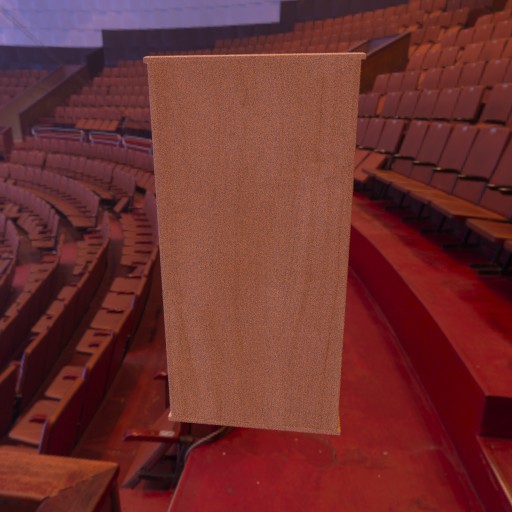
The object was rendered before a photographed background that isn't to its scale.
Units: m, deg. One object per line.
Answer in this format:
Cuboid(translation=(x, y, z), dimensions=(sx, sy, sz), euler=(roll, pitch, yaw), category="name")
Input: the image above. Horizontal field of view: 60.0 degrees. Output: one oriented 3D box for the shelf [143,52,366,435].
Cuboid(translation=(0.000, 0.000, 1.259), dimensions=(0.520, 1.030, 0.175), euler=(2, 17, 7), category="shelf")
